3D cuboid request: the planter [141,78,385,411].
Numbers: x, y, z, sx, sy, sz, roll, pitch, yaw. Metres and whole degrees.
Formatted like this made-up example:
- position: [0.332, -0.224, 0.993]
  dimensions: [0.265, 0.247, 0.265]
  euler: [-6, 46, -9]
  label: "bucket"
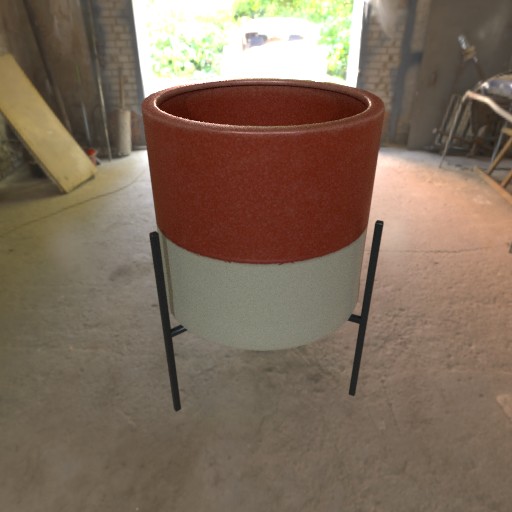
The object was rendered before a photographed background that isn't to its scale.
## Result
- position: [0.000, 0.000, 0.519]
  dimensions: [0.251, 0.354, 0.235]
  euler: [-21, 37, -31]
  label: "planter"
